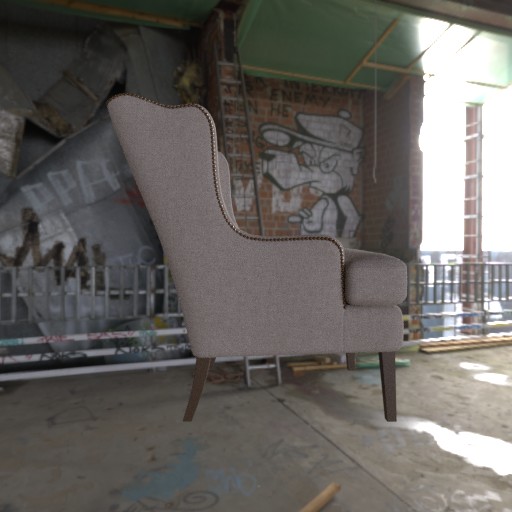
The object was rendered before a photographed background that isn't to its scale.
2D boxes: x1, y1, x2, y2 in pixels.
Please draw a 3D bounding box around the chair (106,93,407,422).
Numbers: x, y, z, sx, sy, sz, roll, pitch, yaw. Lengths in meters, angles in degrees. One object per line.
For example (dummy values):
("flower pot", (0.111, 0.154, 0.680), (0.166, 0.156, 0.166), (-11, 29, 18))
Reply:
("chair", (0.000, 0.000, 1.690), (0.940, 1.029, 0.737), (0, 1, 0))
